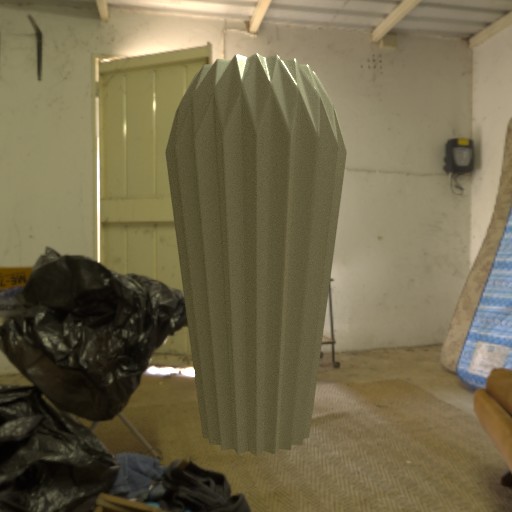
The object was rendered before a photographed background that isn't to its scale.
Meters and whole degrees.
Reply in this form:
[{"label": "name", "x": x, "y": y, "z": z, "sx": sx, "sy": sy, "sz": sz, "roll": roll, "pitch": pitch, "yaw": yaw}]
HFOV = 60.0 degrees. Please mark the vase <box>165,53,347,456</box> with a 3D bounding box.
[{"label": "vase", "x": 0.000, "y": 0.000, "z": 0.331, "sx": 0.133, "sy": 0.263, "sz": 0.133, "roll": 0, "pitch": 1, "yaw": 0}]
